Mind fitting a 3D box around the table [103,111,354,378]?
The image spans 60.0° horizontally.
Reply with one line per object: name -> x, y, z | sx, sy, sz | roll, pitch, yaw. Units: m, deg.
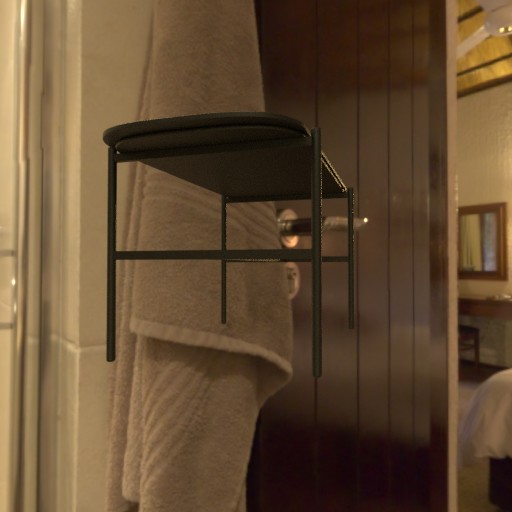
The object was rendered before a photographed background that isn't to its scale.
table -> 0.000, 0.000, 1.040 | 0.400, 0.400, 0.800 | 0, -1, 18
